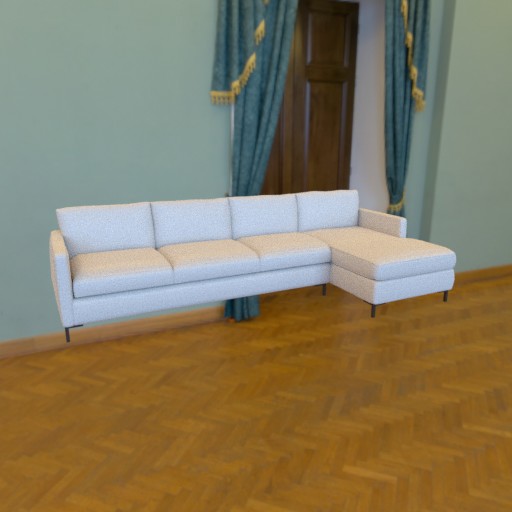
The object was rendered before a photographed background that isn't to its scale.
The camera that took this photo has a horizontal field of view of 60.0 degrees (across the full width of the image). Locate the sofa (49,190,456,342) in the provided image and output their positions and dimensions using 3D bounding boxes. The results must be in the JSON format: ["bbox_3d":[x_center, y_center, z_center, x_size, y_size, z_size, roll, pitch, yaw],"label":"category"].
[{"bbox_3d":[0.000,0.000,3.242,2.731,0.755,1.258,-7,17,-24],"label":"sofa"}]
